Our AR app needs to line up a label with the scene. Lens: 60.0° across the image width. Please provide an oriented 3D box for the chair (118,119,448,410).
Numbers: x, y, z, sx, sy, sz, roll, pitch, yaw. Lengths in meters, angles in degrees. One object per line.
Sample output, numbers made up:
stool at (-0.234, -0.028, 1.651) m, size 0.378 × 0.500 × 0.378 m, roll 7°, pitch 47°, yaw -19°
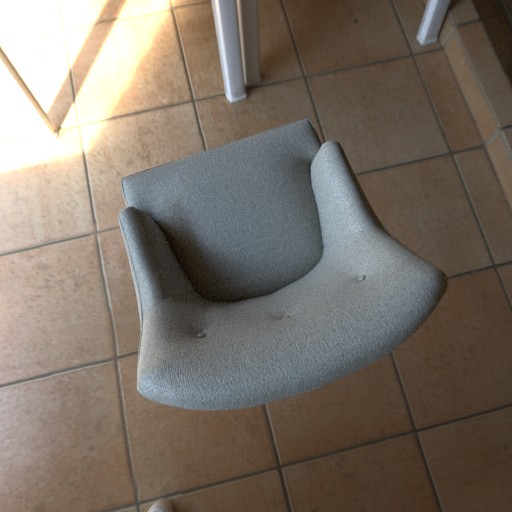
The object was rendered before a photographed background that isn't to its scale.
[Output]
chair at (0.000, 0.000, 1.573) m, size 0.864 × 0.856 × 0.923 m, roll -19°, pitch 76°, yaw -5°
